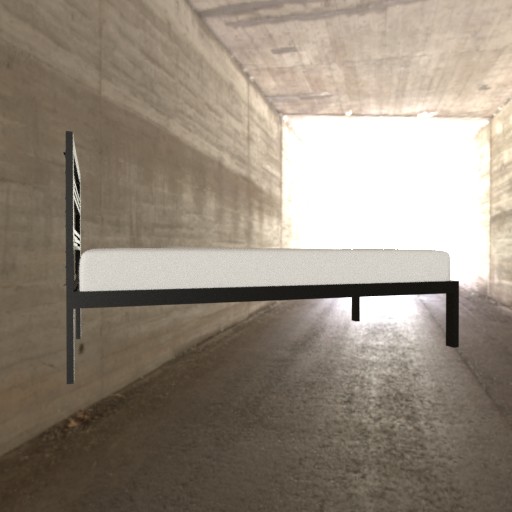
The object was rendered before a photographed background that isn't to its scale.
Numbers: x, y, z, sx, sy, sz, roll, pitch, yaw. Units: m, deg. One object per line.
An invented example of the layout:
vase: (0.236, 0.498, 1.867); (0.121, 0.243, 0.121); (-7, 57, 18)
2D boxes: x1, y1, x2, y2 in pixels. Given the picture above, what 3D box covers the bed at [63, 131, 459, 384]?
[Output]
bed: (0.000, 0.000, 2.483); (1.930, 0.967, 0.991); (0, 1, -20)
